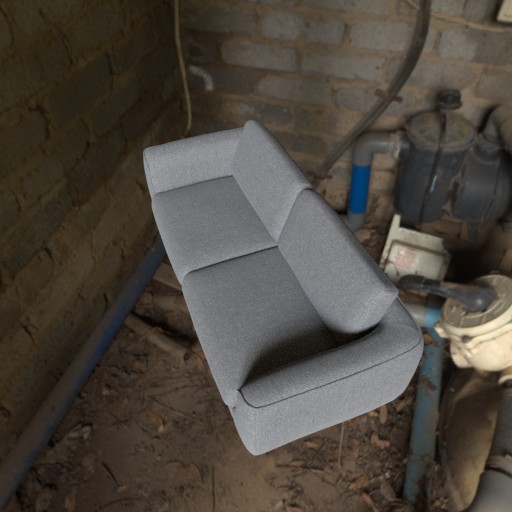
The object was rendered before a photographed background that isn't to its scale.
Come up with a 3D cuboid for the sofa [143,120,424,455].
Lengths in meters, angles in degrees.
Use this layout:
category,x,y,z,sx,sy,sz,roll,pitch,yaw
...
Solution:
category,x,y,z,sx,sy,sz,roll,pitch,yaw
sofa,0.000,0.000,2.540,0.920,0.870,2.000,-16,48,-15
